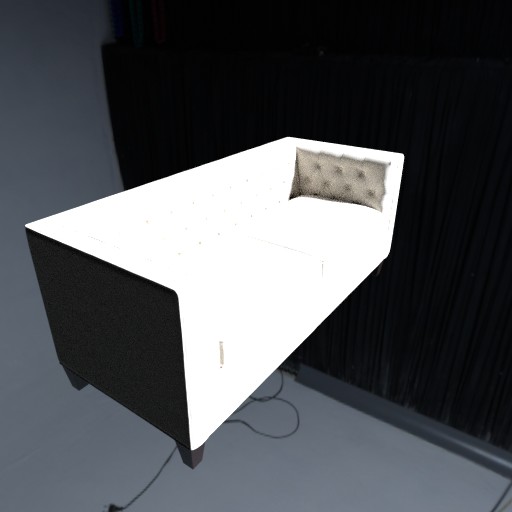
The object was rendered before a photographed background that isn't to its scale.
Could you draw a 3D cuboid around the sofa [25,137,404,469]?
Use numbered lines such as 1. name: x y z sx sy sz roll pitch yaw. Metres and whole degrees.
1. sofa: 0.000 0.000 2.182 0.775 0.762 1.778 18 32 31
